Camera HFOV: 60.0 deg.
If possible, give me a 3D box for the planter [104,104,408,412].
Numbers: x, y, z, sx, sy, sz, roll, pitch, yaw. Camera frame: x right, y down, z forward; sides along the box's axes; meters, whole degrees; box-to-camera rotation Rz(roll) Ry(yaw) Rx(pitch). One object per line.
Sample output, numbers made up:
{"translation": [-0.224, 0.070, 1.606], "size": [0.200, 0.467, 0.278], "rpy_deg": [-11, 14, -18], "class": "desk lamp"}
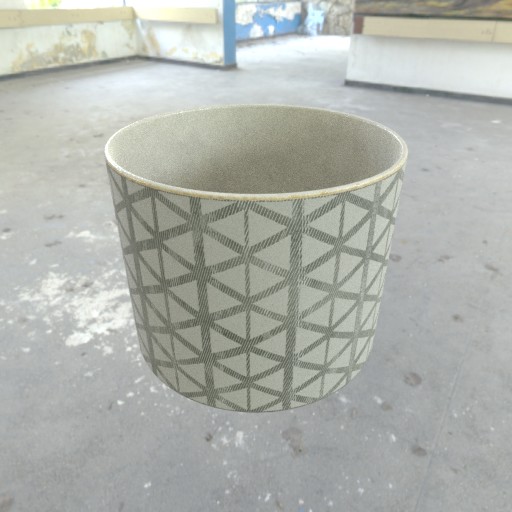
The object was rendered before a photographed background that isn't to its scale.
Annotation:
{"translation": [0.000, 0.000, 0.441], "size": [0.250, 0.239, 0.250], "rpy_deg": [0, 31, 0], "class": "planter"}
